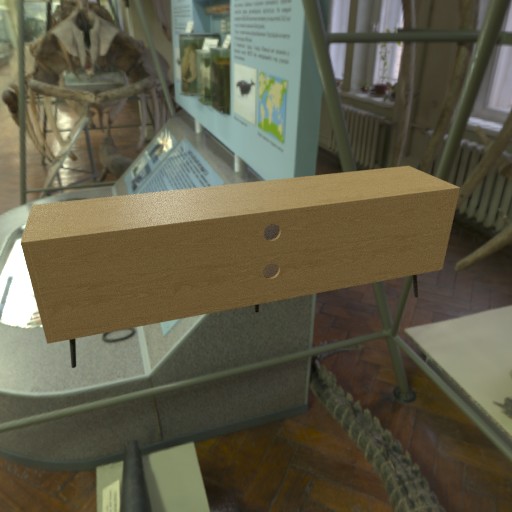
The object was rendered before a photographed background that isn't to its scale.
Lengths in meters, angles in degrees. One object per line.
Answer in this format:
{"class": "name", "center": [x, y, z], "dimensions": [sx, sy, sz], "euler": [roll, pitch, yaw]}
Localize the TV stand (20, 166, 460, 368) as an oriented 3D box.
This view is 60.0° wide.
{"class": "TV stand", "center": [0.000, 0.000, 1.998], "dimensions": [1.760, 0.580, 0.400], "euler": [-9, 28, -17]}
